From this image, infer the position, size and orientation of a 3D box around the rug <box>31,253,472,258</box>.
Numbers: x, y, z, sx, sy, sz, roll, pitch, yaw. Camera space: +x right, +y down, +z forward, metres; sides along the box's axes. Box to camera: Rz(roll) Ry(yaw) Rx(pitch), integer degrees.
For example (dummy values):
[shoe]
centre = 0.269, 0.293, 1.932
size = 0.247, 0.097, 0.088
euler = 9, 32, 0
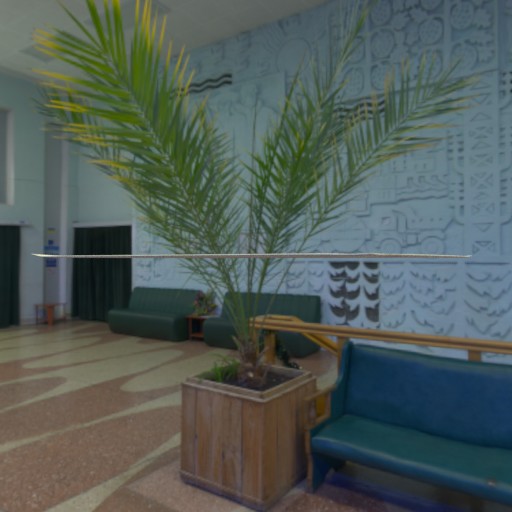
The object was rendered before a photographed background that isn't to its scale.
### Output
[rug]
centre = 0.000, 0.000, 3.696
size = 2.897, 0.035, 2.277
euler = 0, -1, 36
